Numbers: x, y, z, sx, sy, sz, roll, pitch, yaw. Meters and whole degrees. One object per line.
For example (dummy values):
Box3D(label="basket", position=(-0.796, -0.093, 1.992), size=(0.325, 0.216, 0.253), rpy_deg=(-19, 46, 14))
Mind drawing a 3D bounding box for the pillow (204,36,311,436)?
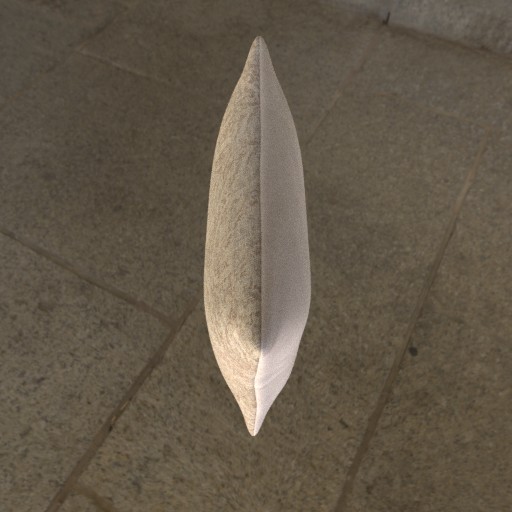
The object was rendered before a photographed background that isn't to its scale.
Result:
Box3D(label="pillow", position=(0.000, 0.000, 0.784), size=(0.166, 0.510, 0.523), rpy_deg=(0, 59, 0))
